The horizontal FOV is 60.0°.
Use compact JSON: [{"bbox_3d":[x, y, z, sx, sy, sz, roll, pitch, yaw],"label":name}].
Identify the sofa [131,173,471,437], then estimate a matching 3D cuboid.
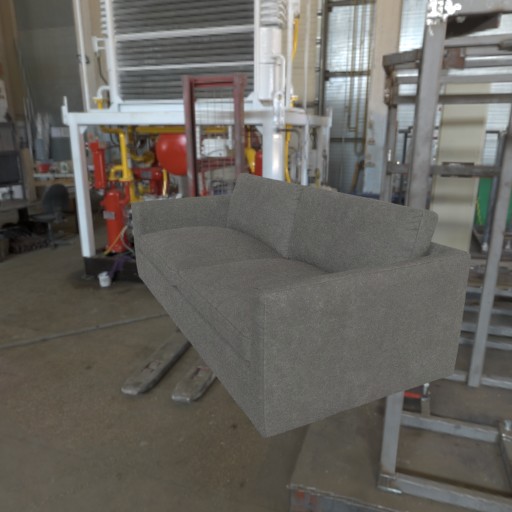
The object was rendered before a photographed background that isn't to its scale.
[{"bbox_3d":[0.000,0.000,2.792,1.092,0.838,2.257,-8,18,-25],"label":"sofa"}]
